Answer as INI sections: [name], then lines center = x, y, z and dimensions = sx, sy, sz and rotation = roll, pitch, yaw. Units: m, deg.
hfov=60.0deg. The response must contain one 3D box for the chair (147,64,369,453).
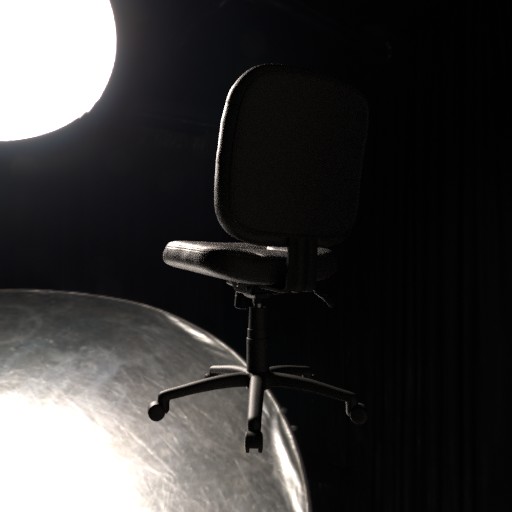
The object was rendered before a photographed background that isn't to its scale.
[chair]
center = 0.000, 0.000, 1.398
dimensions = 0.647, 0.959, 0.646
rotation = 1, -1, -34
